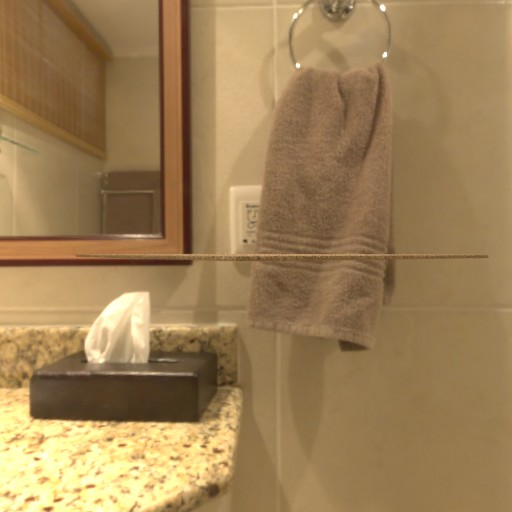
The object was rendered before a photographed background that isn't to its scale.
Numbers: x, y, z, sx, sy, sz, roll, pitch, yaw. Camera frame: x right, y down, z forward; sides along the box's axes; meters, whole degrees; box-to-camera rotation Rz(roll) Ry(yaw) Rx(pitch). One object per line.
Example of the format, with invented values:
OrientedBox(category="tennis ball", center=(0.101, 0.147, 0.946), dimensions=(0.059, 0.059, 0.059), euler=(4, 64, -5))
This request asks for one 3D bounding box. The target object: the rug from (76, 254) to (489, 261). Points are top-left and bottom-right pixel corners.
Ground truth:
OrientedBox(category="rug", center=(0.000, 0.000, 4.039), dimensions=(2.400, 0.026, 3.000), euler=(0, 0, -36))
